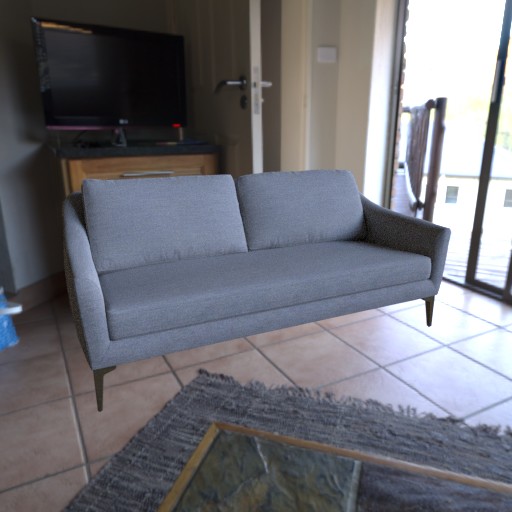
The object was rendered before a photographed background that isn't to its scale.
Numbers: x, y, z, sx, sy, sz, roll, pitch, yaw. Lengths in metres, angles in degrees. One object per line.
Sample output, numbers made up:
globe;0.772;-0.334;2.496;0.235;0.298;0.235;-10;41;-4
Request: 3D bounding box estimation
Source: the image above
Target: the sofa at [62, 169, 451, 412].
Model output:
sofa;0.000;0.000;2.564;2.036;0.913;0.980;-8;18;-25
